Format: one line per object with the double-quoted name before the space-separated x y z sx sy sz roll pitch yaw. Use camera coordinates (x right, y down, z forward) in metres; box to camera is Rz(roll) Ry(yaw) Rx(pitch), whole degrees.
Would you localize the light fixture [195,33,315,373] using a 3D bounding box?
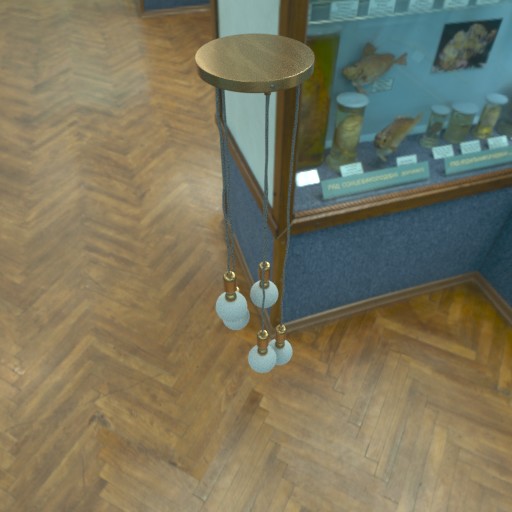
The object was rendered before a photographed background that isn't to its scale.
"light fixture" 0.000 0.000 0.518 0.108 0.457 0.105 -11 47 -11
